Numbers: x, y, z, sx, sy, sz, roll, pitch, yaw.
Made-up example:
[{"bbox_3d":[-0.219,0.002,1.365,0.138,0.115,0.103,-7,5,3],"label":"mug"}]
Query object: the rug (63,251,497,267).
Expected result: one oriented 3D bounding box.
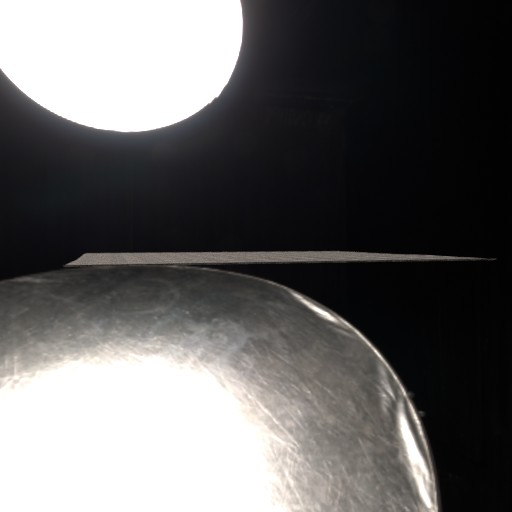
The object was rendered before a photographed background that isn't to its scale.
[{"bbox_3d":[0.000,0.000,4.023,3.021,0.013,2.432,-1,2,-18],"label":"rug"}]
